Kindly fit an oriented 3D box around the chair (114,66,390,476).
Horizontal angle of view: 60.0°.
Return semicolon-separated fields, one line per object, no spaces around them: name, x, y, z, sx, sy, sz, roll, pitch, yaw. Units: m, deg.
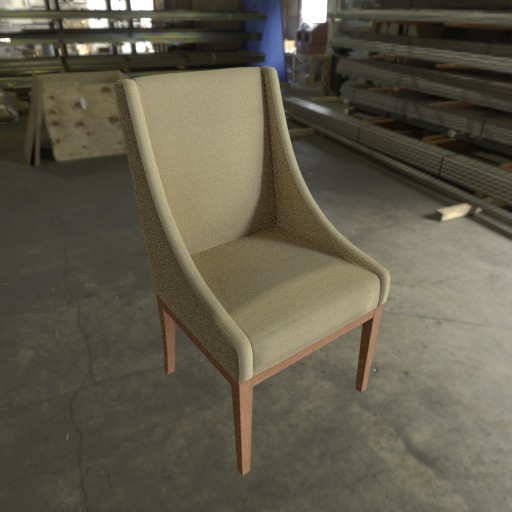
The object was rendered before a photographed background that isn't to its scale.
chair;0.000;0.000;1.381;0.575;1.021;0.611;-21;35;-32
